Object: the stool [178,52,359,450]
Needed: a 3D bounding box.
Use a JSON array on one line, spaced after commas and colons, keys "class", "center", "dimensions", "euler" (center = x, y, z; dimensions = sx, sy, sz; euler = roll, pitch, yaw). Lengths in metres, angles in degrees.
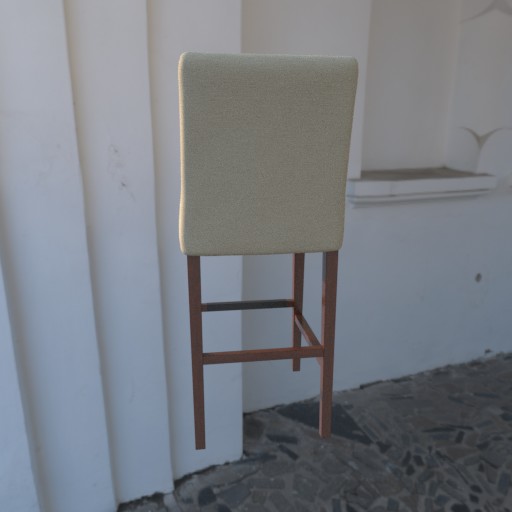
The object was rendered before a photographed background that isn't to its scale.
[{"class": "stool", "center": [0.000, 0.000, 1.382], "dimensions": [0.470, 1.078, 0.577], "euler": [-2, 15, -8]}]
